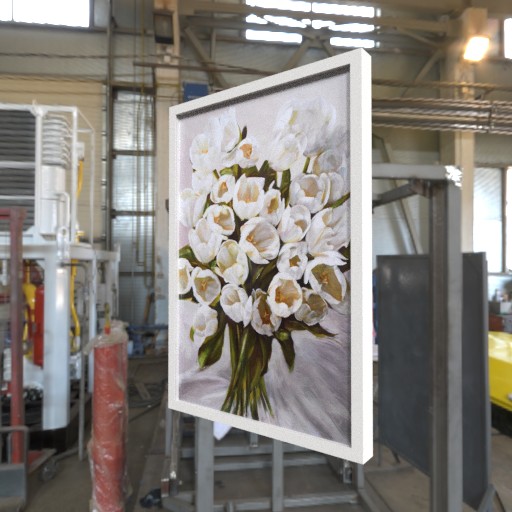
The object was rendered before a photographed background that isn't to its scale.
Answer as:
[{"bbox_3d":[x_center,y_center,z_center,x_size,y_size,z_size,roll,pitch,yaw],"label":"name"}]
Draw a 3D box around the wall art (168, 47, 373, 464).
[{"bbox_3d":[0.000,0.000,0.553,0.293,0.428,0.025,-1,-1,37],"label":"wall art"}]
